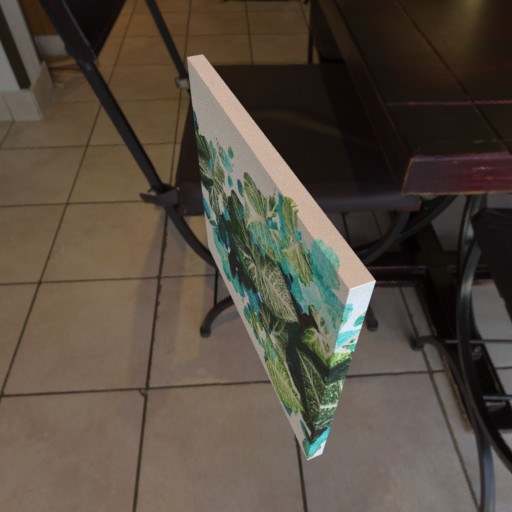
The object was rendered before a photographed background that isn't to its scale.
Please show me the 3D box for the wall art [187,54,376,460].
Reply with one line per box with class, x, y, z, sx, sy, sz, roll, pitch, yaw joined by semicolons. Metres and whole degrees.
wall art;0.000;0.000;0.991;0.043;0.610;0.711;-17;49;-15
